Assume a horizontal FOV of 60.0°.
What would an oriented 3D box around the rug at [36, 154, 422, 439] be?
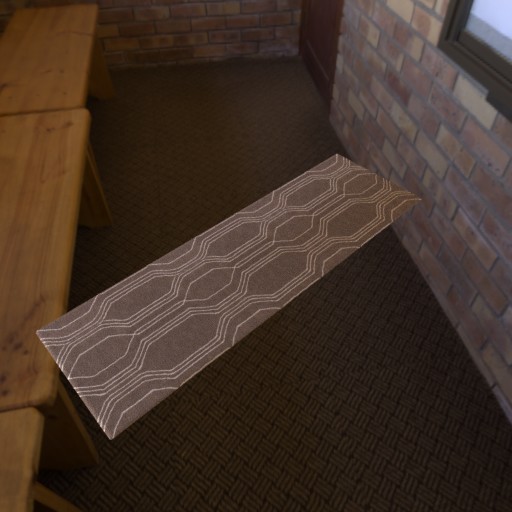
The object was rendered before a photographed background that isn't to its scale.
[{"bbox_3d":[0.000,0.000,2.724,2.464,0.012,0.773,-34,55,-28],"label":"rug"}]
